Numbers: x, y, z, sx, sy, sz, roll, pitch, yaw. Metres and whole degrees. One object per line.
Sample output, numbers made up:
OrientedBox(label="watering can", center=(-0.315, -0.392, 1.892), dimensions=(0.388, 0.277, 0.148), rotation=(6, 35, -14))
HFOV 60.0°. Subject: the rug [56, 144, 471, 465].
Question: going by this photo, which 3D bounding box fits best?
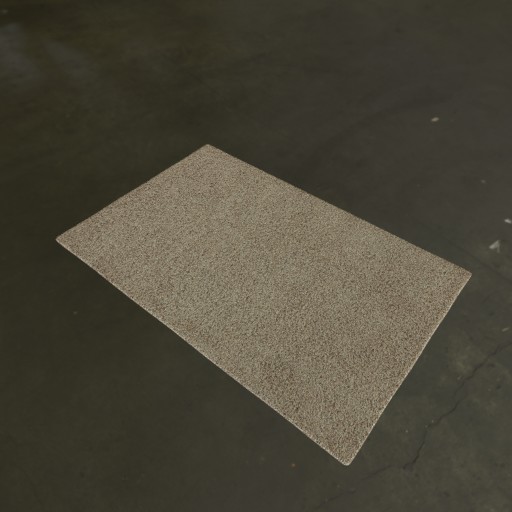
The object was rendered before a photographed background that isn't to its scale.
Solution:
OrientedBox(label="rug", center=(0.000, 0.000, 3.452), dimensions=(2.743, 0.030, 1.778), rotation=(31, 54, 26))
